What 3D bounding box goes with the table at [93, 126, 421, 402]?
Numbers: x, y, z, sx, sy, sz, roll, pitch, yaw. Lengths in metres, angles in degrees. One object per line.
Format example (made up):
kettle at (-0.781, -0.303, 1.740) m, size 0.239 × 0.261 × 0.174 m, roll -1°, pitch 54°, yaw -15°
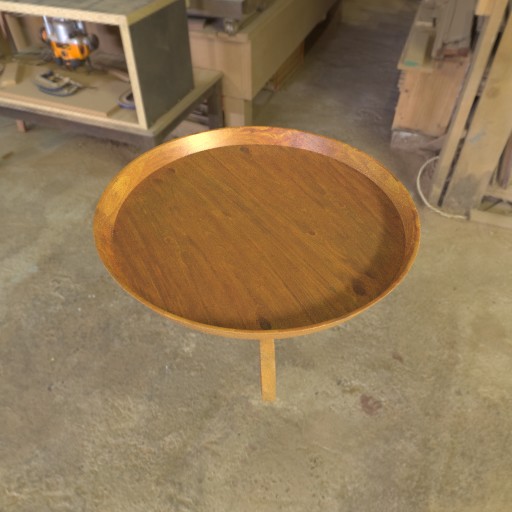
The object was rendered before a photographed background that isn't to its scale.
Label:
table at (0.000, 0.000, 1.579) m, size 1.016 × 0.470 × 1.016 m, roll 0°, pitch 45°, yaw 0°
